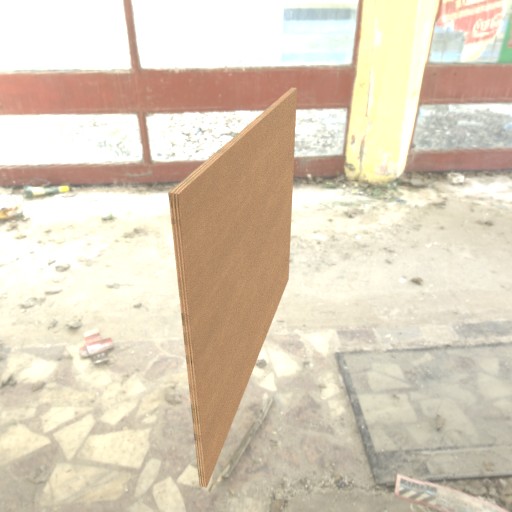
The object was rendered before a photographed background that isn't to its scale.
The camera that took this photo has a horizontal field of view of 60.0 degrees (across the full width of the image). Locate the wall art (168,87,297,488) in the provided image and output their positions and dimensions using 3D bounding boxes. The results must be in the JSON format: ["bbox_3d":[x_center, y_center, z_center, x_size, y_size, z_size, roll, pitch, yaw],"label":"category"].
[{"bbox_3d":[0.000,0.000,0.682,0.010,0.408,0.508,8,31,13],"label":"wall art"}]
